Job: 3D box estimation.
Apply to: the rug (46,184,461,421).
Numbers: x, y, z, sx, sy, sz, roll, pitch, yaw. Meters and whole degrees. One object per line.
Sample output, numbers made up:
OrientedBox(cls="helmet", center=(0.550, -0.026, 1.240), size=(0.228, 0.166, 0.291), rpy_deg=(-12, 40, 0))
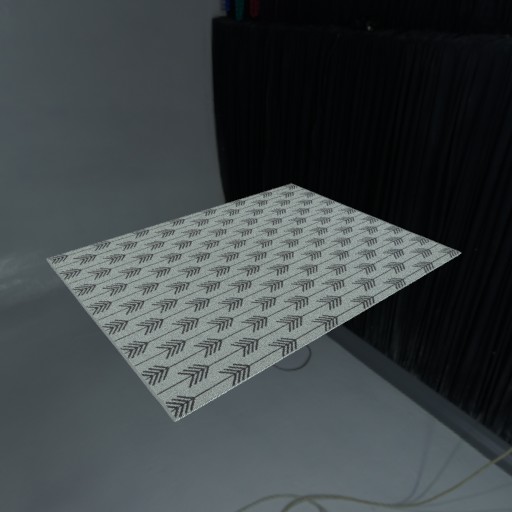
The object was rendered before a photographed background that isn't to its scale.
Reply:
OrientedBox(cls="rug", center=(0.000, 0.000, 4.095), size=(3.061, 0.010, 2.330), rpy_deg=(-22, 36, -33))
